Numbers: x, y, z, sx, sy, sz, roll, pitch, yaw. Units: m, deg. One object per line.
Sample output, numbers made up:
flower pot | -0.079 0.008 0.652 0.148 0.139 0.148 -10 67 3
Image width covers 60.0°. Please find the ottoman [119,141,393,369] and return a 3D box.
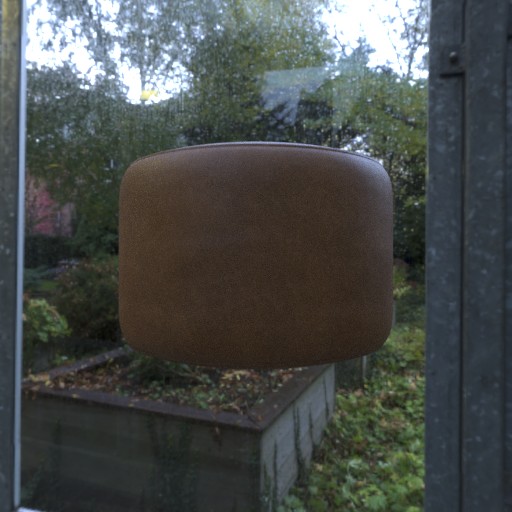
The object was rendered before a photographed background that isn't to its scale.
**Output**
ottoman | 0.000 0.000 1.027 0.607 0.438 0.607 0 0 0
